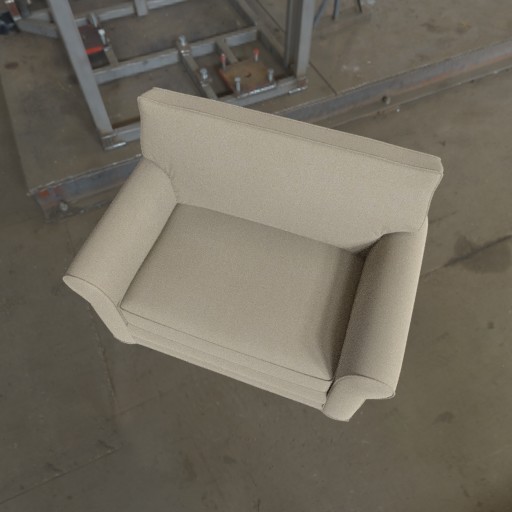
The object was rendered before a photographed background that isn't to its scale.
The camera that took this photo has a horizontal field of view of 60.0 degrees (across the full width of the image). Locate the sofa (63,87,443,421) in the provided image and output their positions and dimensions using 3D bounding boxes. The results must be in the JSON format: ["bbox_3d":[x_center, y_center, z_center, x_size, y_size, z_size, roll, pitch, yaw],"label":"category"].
[{"bbox_3d":[0.000,0.000,2.040,1.405,1.006,0.937,17,60,10],"label":"sofa"}]
